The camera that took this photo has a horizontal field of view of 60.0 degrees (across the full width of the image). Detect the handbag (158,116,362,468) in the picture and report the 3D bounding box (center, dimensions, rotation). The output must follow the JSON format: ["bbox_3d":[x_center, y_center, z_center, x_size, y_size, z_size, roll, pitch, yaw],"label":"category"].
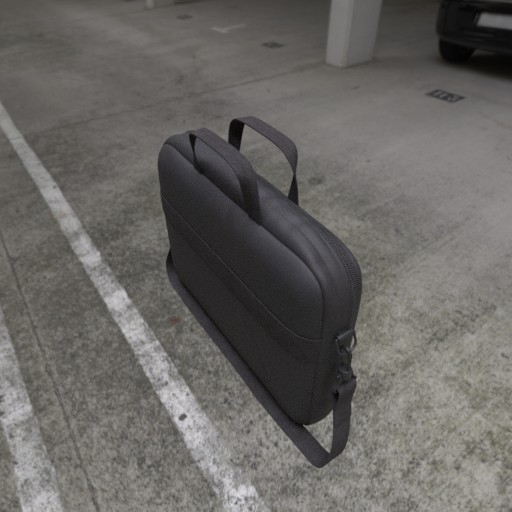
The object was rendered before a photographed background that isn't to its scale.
[{"bbox_3d":[0.000,0.000,0.422,0.089,0.244,0.320,-24,47,-25],"label":"handbag"}]
